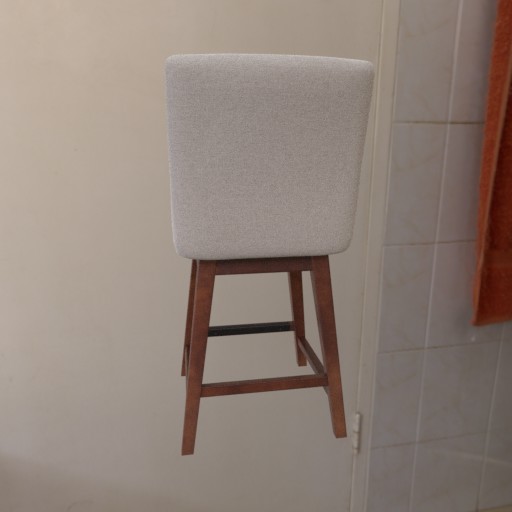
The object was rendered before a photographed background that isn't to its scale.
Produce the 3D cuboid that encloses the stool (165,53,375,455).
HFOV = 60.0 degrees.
[{"bbox_3d":[0.000,0.000,1.284,0.469,0.991,0.559,-2,15,-9],"label":"stool"}]
